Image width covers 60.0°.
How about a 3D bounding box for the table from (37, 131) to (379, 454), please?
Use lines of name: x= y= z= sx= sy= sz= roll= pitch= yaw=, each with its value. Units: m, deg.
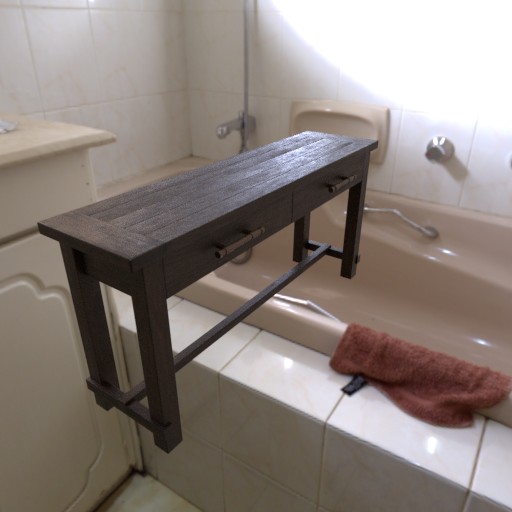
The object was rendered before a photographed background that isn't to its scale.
table: x=0.000 y=0.000 z=1.938 sx=0.442 sy=0.762 sz=1.599 roll=18 pitch=32 yaw=31
